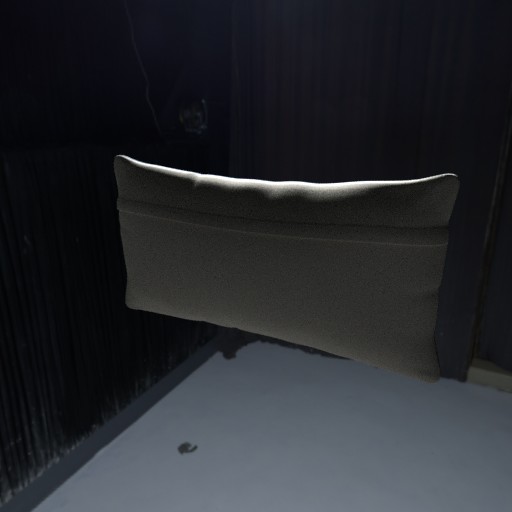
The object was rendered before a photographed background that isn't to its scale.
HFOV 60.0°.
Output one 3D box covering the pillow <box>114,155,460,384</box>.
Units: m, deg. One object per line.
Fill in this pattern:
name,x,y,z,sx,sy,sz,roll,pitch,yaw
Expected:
pillow,0.000,0.000,0.736,0.604,0.307,0.148,9,19,27
